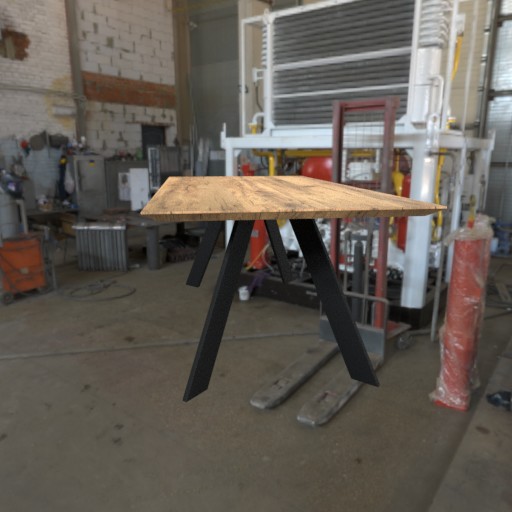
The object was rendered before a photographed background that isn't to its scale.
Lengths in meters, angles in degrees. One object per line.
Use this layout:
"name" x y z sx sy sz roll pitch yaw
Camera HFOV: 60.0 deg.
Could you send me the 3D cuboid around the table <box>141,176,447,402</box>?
"table" 0.000 0.000 2.464 1.000 0.770 2.000 -2 13 -8
